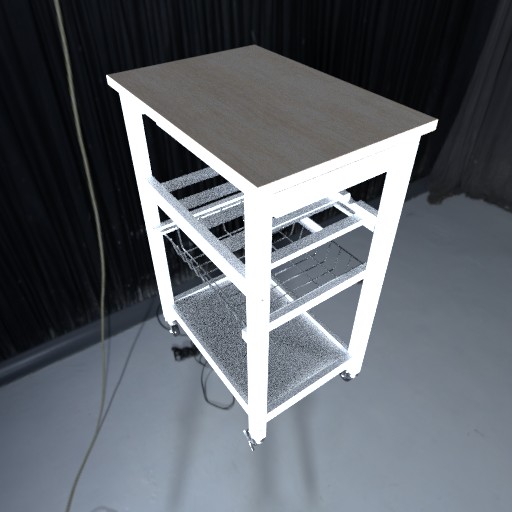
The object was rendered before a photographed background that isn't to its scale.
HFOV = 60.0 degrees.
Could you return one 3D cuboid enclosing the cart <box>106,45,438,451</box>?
[{"bbox_3d":[0.000,0.000,1.174,0.406,0.857,0.578,-25,46,-26],"label":"cart"}]
